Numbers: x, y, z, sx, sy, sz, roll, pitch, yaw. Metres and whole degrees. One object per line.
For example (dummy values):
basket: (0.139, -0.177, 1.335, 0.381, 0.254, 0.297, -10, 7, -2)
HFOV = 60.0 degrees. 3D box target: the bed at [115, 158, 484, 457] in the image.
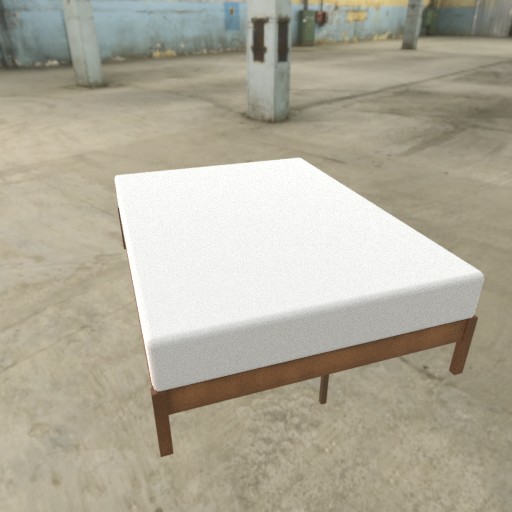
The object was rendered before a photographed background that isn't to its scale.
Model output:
bed: (0.000, 0.000, 2.758, 1.529, 0.593, 2.050, -9, 29, -17)
